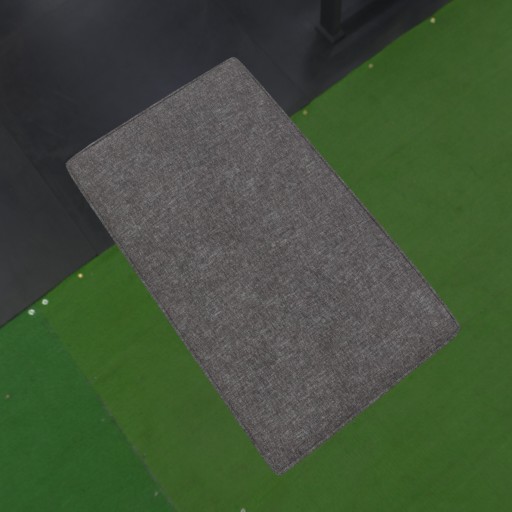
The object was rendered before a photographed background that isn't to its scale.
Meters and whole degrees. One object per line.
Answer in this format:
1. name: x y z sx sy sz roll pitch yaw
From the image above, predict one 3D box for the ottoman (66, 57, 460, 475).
1. ottoman: 0.000 0.000 1.554 0.717 0.487 1.184 -35 79 -8
